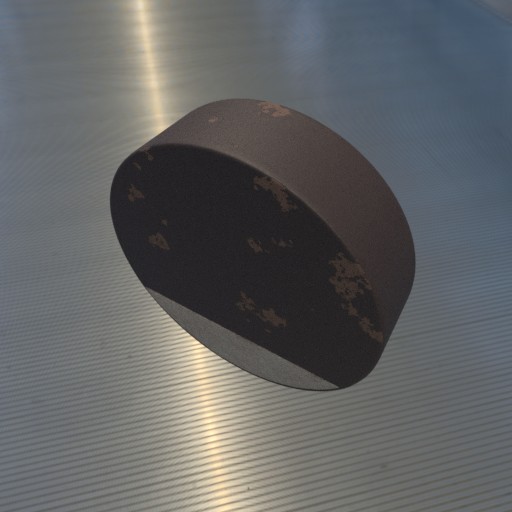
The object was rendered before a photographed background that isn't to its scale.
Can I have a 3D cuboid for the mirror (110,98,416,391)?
[{"bbox_3d":[0.000,0.000,0.582,0.386,0.386,0.126,24,51,21],"label":"mirror"}]
